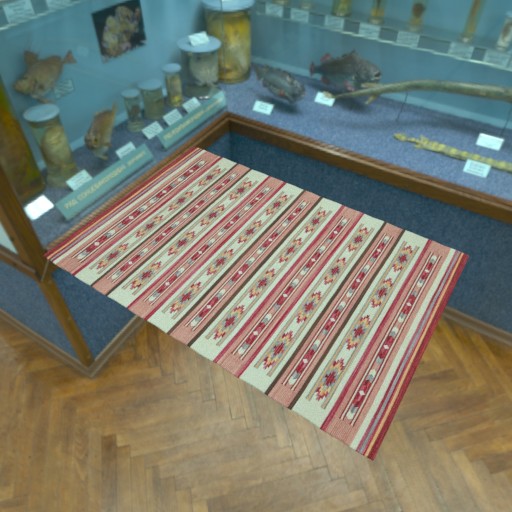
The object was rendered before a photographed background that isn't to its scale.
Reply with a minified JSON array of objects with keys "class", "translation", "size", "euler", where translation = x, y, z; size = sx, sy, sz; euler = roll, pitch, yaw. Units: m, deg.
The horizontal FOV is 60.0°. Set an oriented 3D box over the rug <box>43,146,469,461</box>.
[{"class":"rug","translation":[0.000,0.000,2.273],"size":[1.817,0.008,1.223],"euler":[26,52,23]}]
